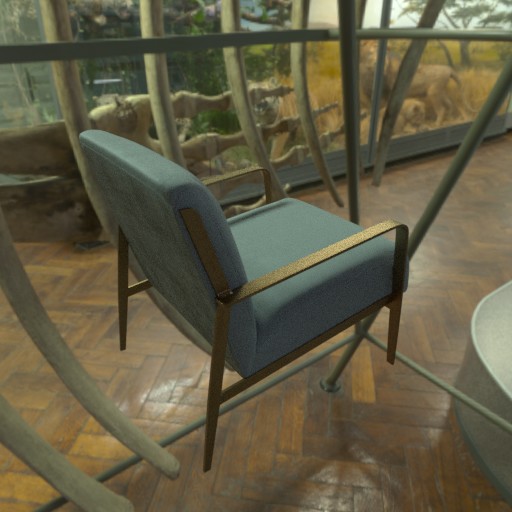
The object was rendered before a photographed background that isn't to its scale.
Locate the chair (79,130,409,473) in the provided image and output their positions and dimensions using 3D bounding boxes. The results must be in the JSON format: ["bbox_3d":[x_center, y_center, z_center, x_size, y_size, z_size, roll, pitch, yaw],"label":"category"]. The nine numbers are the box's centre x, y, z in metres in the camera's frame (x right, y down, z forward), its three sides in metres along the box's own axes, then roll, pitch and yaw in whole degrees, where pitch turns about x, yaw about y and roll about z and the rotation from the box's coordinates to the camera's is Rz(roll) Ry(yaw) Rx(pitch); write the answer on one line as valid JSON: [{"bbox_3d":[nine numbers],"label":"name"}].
[{"bbox_3d":[0.000,0.000,1.453,0.842,0.824,0.701,-19,33,-31],"label":"chair"}]
